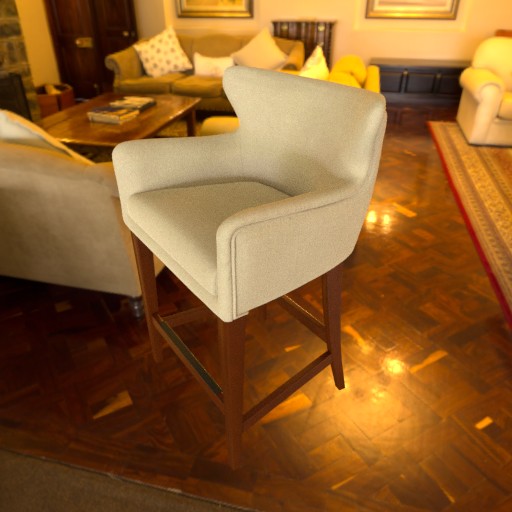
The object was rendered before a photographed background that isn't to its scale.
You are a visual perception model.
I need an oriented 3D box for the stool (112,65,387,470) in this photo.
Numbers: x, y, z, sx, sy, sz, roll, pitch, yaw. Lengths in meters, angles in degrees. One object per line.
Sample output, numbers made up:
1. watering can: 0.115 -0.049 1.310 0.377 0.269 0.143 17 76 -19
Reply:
1. stool: 0.000 0.000 1.299 0.570 0.951 0.601 -20 37 -30
